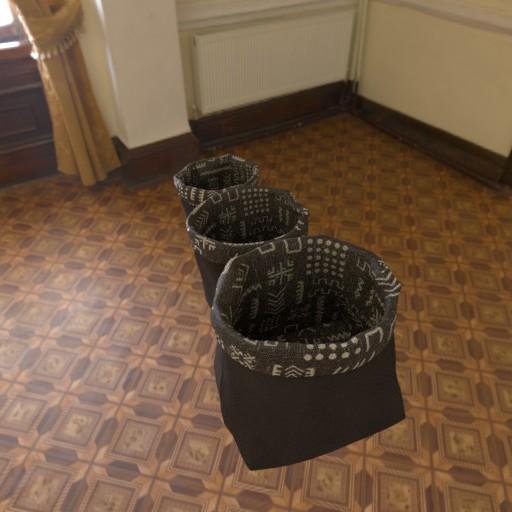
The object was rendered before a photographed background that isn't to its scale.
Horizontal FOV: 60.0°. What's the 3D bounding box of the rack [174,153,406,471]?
[{"bbox_3d":[0.000,0.000,1.112,0.379,0.323,0.905,-14,43,-15],"label":"rack"}]
